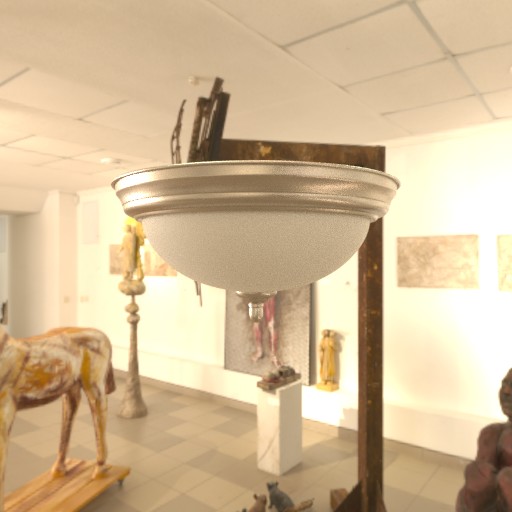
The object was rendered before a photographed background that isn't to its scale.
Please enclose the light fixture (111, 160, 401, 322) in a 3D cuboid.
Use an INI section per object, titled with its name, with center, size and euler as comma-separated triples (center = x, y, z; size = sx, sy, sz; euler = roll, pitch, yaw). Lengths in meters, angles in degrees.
[light fixture]
center = 0.000, 0.000, 0.449
size = 0.280, 0.135, 0.280
euler = 0, 0, 0
